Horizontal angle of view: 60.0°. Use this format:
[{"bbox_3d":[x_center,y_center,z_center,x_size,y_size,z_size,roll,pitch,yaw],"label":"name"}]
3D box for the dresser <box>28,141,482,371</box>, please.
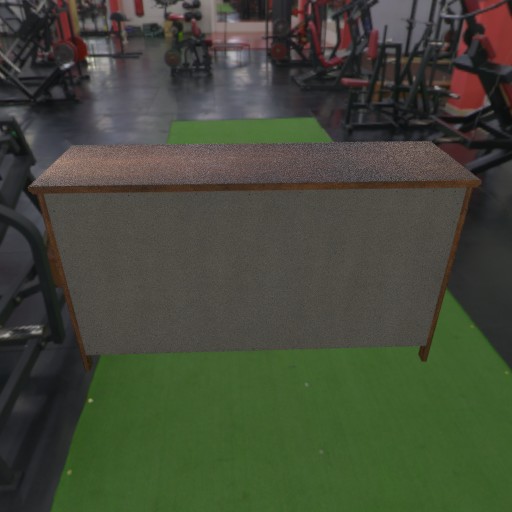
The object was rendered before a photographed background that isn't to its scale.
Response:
[{"bbox_3d":[0.000,0.000,1.926,1.551,0.856,0.463,-1,31,-2],"label":"dresser"}]
